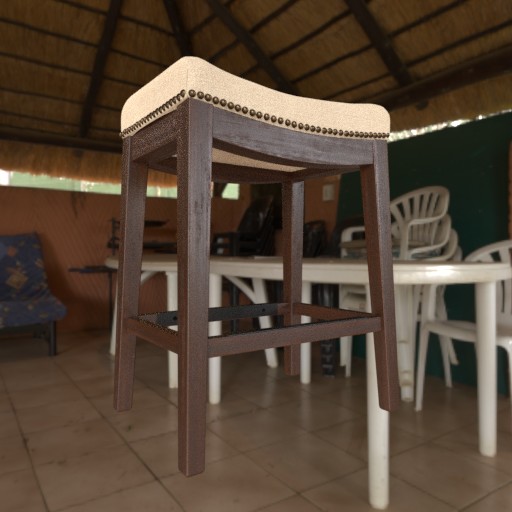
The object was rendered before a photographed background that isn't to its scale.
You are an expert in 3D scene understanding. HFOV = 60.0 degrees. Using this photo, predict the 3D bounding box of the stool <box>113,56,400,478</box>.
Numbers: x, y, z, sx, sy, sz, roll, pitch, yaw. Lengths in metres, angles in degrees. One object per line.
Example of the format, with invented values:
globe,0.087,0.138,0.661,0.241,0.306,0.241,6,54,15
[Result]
stool,0.000,0.000,0.960,0.509,0.669,0.363,-1,1,-35
